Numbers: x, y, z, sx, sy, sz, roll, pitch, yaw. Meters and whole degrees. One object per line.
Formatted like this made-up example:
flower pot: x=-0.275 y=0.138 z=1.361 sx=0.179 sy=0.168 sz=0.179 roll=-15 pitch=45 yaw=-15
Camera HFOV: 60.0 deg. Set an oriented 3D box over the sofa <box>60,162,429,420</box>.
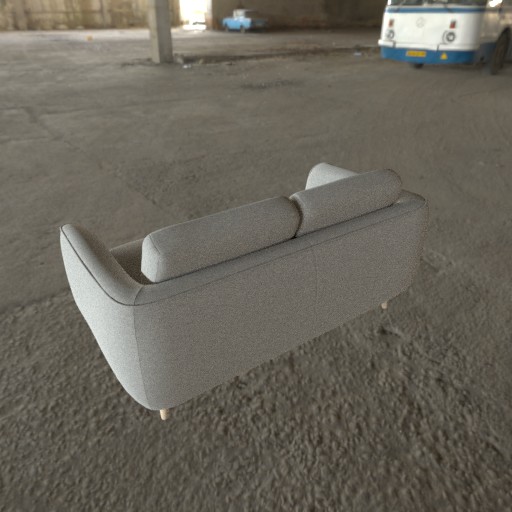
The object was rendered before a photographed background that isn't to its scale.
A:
sofa: x=0.000 y=0.000 z=2.249 sx=1.700 sy=0.850 sz=0.920 roll=-19 pitch=35 yaw=-30
